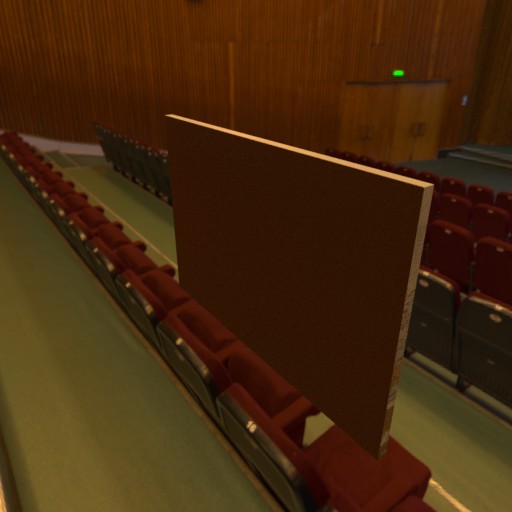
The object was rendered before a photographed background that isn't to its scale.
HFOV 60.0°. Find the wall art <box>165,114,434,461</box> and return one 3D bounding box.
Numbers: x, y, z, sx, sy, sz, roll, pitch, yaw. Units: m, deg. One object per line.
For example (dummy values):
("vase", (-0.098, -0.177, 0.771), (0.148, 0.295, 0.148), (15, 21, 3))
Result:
("wall art", (0.000, 0.000, 1.170), (0.027, 0.610, 0.932), (-17, 31, -32))
